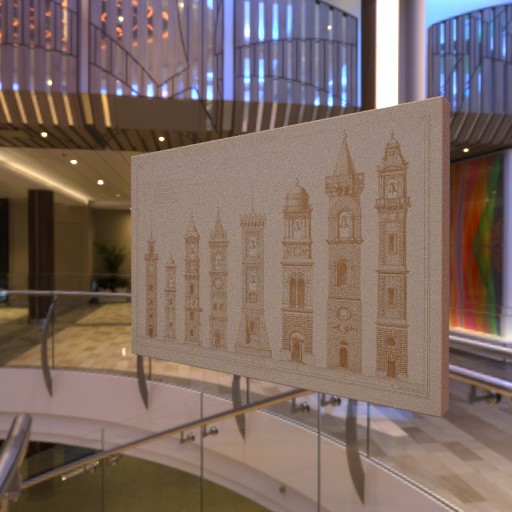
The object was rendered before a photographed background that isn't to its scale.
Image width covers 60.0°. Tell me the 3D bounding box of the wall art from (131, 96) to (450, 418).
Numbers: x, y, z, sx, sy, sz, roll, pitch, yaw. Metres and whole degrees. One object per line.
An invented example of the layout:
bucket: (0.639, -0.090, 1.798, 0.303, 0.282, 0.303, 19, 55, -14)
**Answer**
wall art: (0.000, 0.000, 0.755, 0.609, 0.407, 0.039, 0, 1, 36)
